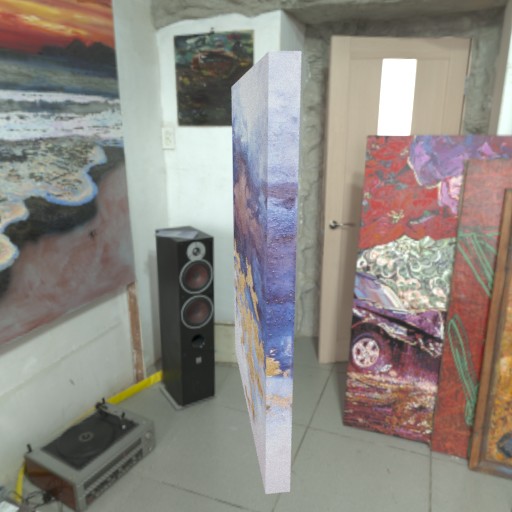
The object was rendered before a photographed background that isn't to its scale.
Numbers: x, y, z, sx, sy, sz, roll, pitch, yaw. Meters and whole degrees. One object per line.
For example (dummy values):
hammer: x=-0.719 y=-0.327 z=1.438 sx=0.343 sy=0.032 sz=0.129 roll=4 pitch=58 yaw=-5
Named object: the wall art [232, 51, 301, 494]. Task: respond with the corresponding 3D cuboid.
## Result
wall art: x=0.000 y=0.000 z=0.761 sx=0.036 sy=0.581 sz=0.437 roll=-2 pitch=16 yaw=-8
